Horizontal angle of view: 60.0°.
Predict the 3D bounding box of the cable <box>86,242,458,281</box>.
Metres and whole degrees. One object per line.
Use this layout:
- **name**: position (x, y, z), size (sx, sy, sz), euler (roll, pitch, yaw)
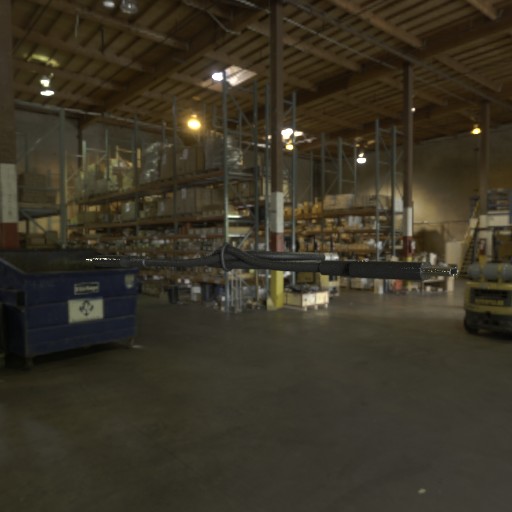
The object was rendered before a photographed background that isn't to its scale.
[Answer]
- **cable**: position (0.000, 0.000, 0.229), size (0.203, 0.014, 0.070), euler (1, 2, 36)
